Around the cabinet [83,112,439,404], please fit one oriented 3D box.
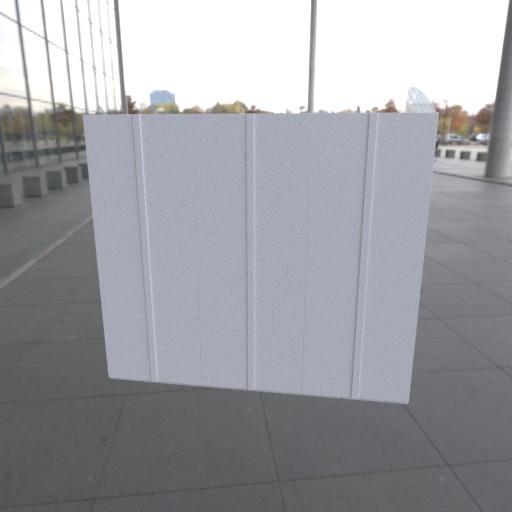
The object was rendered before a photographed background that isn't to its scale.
[{"bbox_3d":[0.000,0.000,3.910,2.700,2.370,0.590,2,16,8],"label":"cabinet"}]
